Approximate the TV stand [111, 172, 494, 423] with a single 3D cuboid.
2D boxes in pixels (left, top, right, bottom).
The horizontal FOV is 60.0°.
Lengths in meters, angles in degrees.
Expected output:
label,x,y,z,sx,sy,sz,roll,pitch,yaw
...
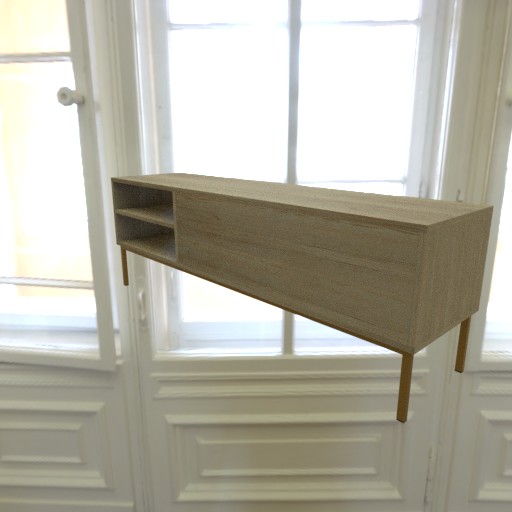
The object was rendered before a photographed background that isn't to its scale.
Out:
label,x,y,z,sx,sy,sz,roll,pitch,yaw
TV stand,0.000,0.000,1.805,0.420,0.550,1.600,-14,21,-42
